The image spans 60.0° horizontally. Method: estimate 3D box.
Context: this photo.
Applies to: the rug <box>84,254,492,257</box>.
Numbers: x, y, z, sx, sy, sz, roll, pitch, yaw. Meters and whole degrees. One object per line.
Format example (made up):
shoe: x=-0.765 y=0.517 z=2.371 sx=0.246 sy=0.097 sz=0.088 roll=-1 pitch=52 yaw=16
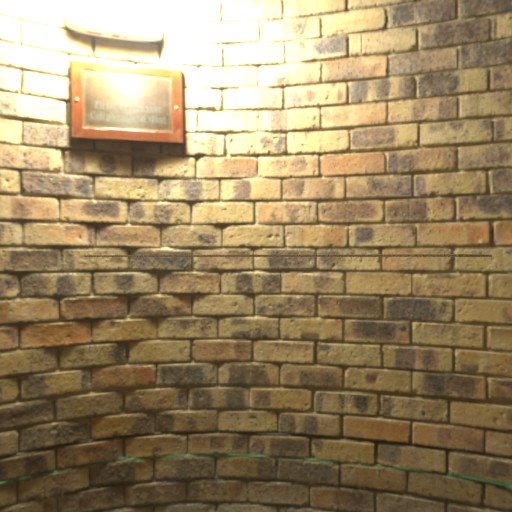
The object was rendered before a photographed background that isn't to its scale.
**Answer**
rug: x=0.000 y=0.000 z=2.674 sx=2.435 sy=0.011 sz=0.750 roll=0 pitch=0 yaw=36
